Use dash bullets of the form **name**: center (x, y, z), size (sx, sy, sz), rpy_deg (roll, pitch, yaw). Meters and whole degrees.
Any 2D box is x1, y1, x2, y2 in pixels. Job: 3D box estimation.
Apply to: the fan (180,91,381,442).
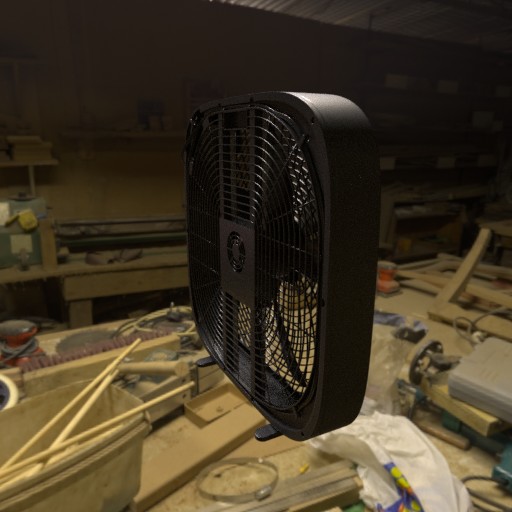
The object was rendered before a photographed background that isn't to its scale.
- **fan**: center (0.000, 0.000, 0.790), size (0.142, 0.533, 0.526), rpy_deg (-8, 17, -27)
